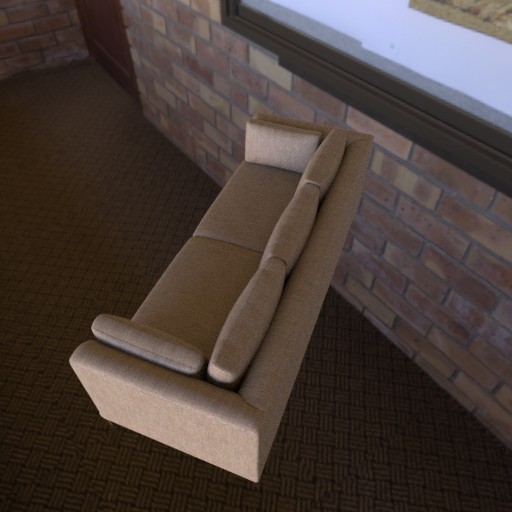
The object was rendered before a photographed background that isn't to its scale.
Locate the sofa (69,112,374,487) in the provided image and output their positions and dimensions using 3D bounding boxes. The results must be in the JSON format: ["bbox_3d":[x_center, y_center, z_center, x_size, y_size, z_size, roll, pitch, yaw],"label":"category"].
[{"bbox_3d":[0.000,0.000,2.920,0.969,0.867,2.415,16,49,14],"label":"sofa"}]
